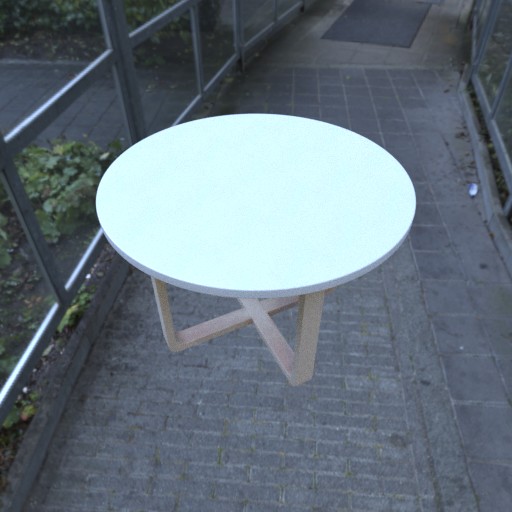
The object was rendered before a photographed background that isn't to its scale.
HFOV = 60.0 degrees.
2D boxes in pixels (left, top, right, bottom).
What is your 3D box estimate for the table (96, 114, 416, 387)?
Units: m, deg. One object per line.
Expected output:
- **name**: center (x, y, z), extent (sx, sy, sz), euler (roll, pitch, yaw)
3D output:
- **table**: center (0.000, 0.000, 0.992), extent (0.600, 0.400, 0.600), euler (0, 41, 0)
